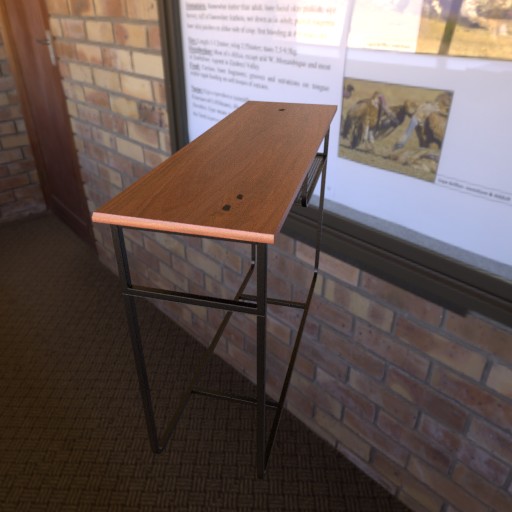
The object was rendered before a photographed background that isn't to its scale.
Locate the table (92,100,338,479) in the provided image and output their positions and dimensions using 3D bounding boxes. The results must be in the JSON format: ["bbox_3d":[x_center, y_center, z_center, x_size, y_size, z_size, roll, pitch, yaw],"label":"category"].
[{"bbox_3d":[0.000,0.000,1.437,0.350,0.750,1.100,7,31,13],"label":"table"}]
